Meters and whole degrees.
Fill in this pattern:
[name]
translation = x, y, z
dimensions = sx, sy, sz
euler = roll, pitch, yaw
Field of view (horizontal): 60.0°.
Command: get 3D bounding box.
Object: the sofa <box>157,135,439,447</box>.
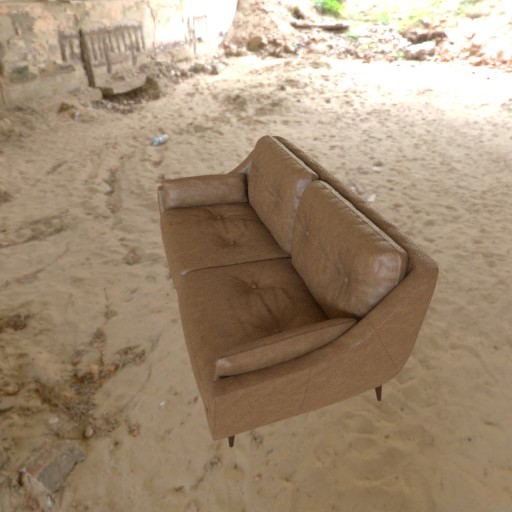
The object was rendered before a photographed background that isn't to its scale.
[sofa]
translation = 0.000, 0.000, 2.369
dimensions = 0.904, 0.839, 1.902
euler = -9, 32, -14
